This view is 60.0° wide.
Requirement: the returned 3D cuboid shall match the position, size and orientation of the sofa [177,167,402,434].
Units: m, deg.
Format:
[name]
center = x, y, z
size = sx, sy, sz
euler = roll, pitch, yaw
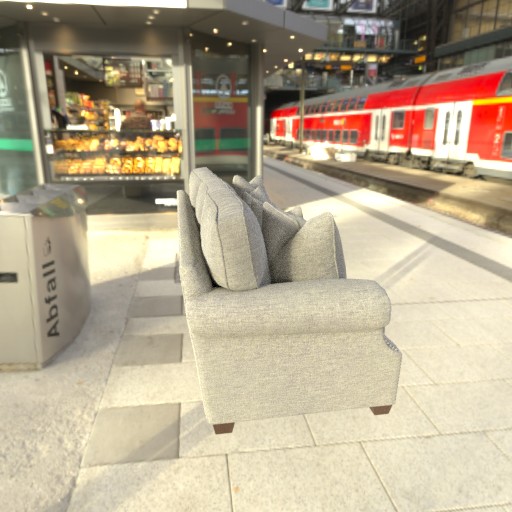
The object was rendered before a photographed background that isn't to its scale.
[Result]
[sofa]
center = 0.000, 0.000, 2.844
size = 0.965, 0.975, 2.312
euler = -3, 17, -10
